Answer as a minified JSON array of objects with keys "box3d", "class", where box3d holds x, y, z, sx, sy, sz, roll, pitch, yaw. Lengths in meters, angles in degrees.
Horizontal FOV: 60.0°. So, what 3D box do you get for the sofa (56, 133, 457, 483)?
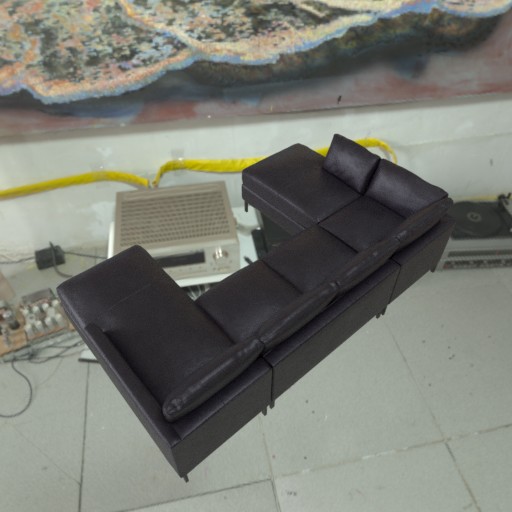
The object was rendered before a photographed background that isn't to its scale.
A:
[{"box3d":[0.000,0.000,3.760,2.956,0.900,1.939,-32,54,-27],"class":"sofa"}]
